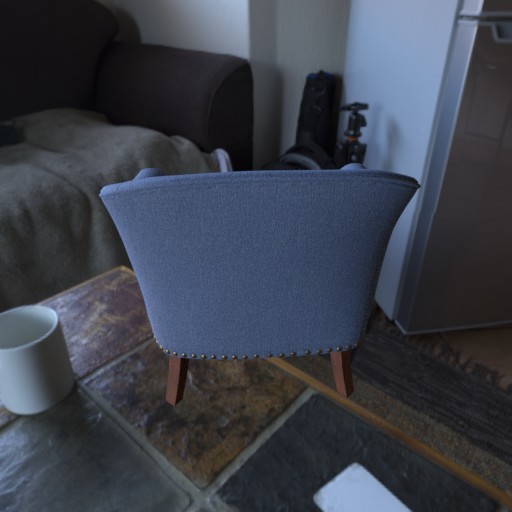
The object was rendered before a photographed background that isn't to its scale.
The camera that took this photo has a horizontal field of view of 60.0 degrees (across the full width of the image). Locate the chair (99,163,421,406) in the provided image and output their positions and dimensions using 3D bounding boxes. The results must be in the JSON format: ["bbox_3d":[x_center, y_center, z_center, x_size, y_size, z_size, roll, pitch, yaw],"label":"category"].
[{"bbox_3d":[0.000,0.000,1.405,0.798,0.815,0.704,-2,32,-2],"label":"chair"}]
